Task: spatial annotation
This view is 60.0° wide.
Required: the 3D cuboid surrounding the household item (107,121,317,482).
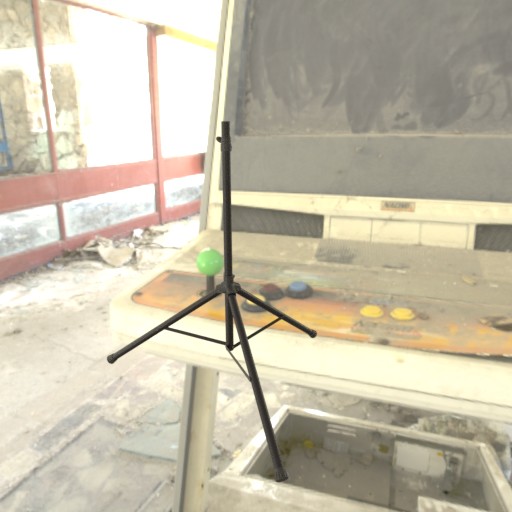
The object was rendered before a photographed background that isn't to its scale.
[{"bbox_3d":[0.000,0.000,2.746,1.596,1.595,1.339,16,23,42],"label":"household item"}]
